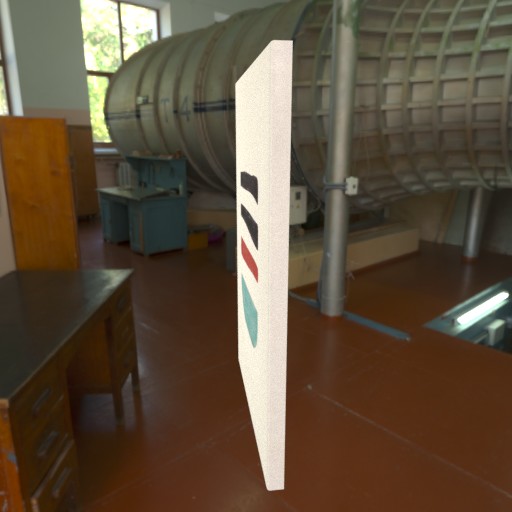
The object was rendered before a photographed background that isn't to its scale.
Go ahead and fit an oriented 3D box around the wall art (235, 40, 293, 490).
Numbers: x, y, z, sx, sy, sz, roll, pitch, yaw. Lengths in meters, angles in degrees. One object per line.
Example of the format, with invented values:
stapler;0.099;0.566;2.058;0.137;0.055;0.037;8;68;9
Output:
wall art;0.000;0.000;1.154;0.038;0.912;0.607;-2;15;-8
